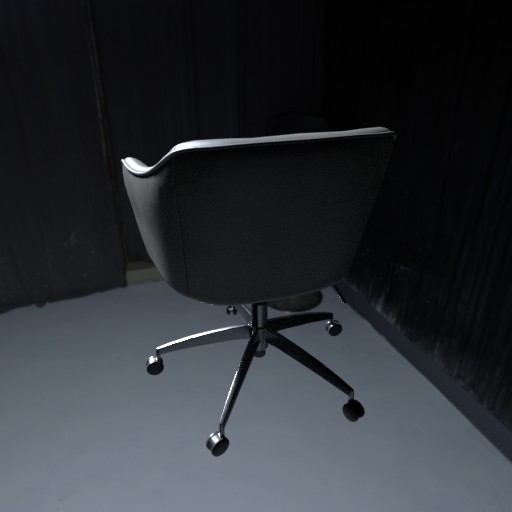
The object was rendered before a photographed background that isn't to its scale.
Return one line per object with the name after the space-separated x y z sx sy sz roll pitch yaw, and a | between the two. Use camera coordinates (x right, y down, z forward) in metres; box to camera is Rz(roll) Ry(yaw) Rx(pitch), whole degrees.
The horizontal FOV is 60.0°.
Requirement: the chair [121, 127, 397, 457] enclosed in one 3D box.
0.000 0.000 1.323 0.713 0.827 0.689 -9 28 -17 | chair
